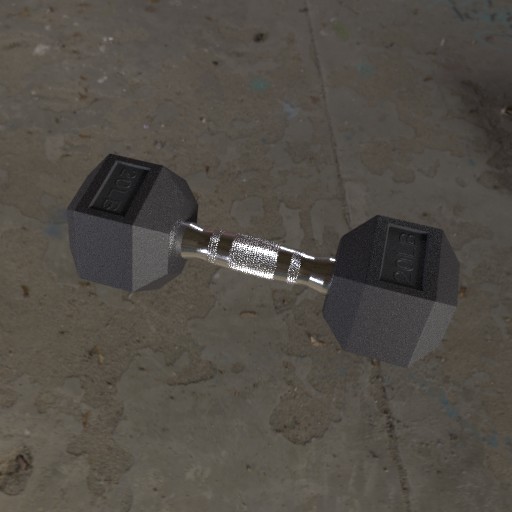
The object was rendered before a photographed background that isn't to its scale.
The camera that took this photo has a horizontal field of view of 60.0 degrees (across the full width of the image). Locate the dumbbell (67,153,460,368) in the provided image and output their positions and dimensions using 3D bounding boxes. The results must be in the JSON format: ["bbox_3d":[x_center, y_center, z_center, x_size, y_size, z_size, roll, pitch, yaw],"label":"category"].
[{"bbox_3d":[0.000,0.000,0.359,0.297,0.101,0.116,14,61,8],"label":"dumbbell"}]
